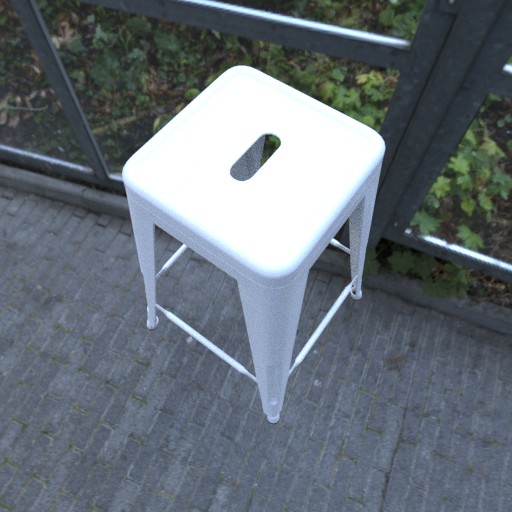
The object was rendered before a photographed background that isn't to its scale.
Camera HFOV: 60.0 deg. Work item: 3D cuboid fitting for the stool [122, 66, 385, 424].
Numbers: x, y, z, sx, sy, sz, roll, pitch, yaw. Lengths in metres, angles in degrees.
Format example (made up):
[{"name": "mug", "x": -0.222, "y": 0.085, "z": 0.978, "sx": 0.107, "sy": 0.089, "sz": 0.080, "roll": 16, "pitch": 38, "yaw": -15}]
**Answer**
[{"name": "stool", "x": 0.000, "y": 0.000, "z": 0.876, "sx": 0.406, "sy": 0.610, "sz": 0.406, "roll": 33, "pitch": 67, "yaw": 16}]
